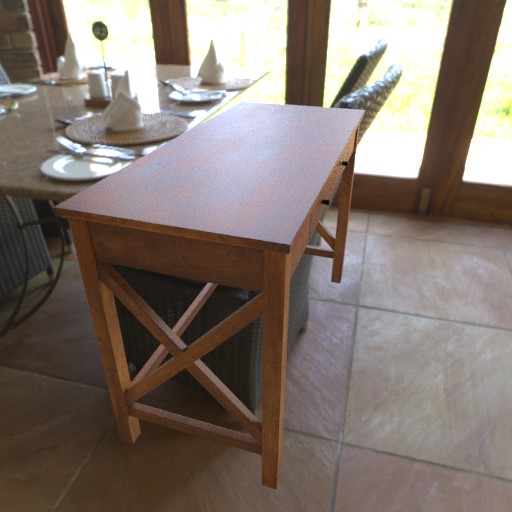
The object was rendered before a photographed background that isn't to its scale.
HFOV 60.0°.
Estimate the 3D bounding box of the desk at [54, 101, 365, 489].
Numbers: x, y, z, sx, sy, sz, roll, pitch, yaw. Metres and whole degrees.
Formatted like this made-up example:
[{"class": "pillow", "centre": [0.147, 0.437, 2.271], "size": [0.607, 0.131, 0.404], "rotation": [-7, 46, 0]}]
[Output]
[{"class": "desk", "centre": [0.000, 0.000, 1.495], "size": [0.508, 0.762, 1.117], "rotation": [10, 32, 16]}]
